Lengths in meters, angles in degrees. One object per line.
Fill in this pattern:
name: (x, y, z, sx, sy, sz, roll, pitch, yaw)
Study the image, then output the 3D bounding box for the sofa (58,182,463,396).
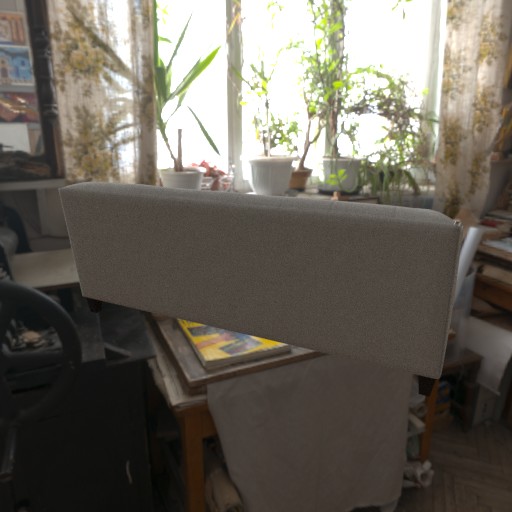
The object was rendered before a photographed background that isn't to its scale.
sofa: (0.000, 0.000, 2.703, 2.235, 0.901, 0.914, 8, 19, 25)
